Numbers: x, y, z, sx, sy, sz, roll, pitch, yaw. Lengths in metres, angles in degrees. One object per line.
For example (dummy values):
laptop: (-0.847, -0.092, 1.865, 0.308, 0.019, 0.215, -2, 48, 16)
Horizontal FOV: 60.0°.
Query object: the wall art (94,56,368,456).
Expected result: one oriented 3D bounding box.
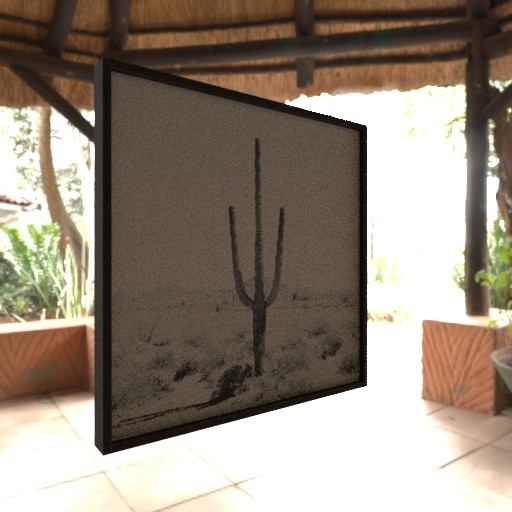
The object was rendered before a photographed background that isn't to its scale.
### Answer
wall art: (0.000, 0.000, 0.728, 0.508, 0.508, 0.038, 0, 0, -36)
